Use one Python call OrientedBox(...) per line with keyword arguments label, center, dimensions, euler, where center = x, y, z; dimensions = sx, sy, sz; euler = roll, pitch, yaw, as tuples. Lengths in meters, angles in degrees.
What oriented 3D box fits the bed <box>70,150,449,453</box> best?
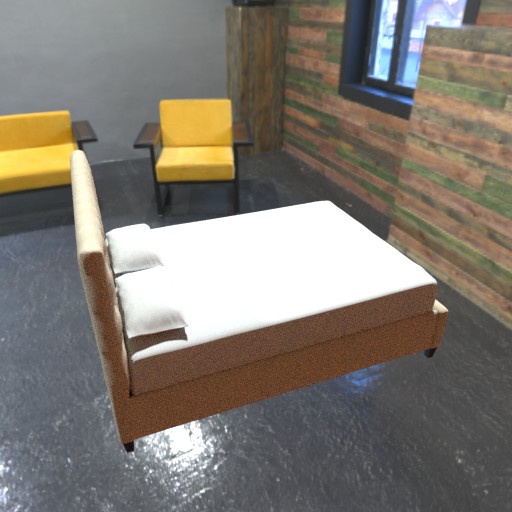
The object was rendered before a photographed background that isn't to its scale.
OrientedBox(label="bed", center=(0.000, 0.000, 3.386), dimensions=(2.387, 1.427, 1.698), euler=(-11, 32, -18))
